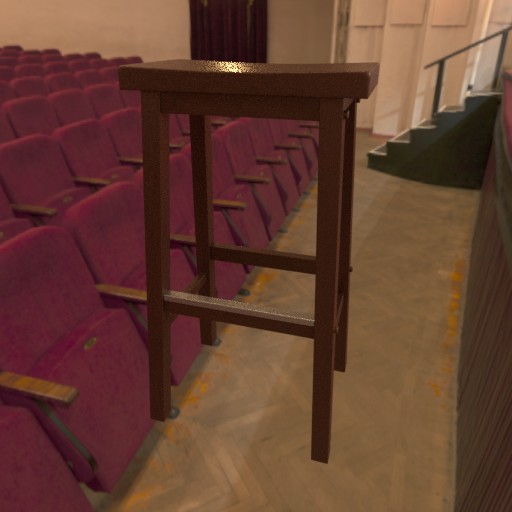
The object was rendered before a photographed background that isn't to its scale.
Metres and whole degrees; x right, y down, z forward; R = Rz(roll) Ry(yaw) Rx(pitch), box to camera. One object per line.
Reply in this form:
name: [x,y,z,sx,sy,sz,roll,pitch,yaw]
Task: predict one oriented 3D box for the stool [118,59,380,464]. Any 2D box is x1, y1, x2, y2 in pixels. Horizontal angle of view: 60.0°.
stool: [0.000,0.000,0.932,0.406,0.742,0.322,8,28,15]
